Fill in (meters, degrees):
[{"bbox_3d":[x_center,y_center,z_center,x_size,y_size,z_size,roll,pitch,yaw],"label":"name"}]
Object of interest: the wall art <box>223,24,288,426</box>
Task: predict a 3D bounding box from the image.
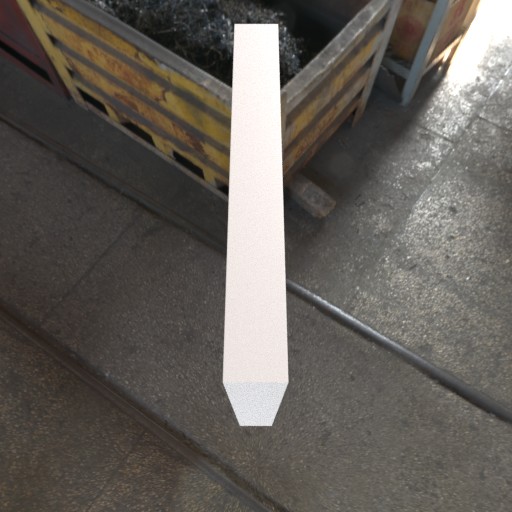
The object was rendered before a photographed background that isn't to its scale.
[{"bbox_3d":[0.000,0.000,0.457,0.038,0.302,0.305,0,65,0],"label":"wall art"}]
